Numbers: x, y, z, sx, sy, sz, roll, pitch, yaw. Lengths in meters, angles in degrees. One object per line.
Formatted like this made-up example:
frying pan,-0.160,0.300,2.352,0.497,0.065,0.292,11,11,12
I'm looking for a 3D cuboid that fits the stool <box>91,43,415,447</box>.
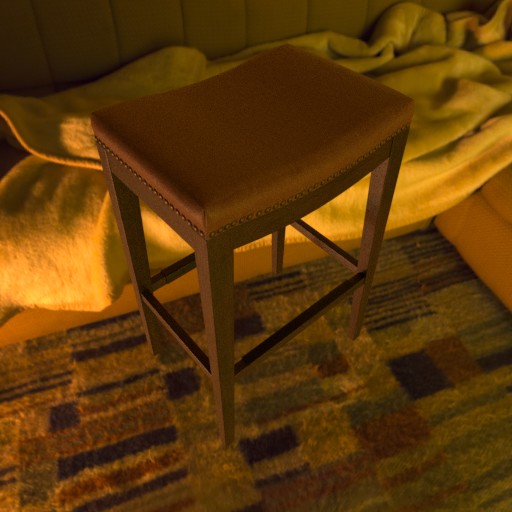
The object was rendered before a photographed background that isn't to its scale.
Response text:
stool,0.000,0.000,1.028,0.500,0.759,0.361,-32,54,-26
